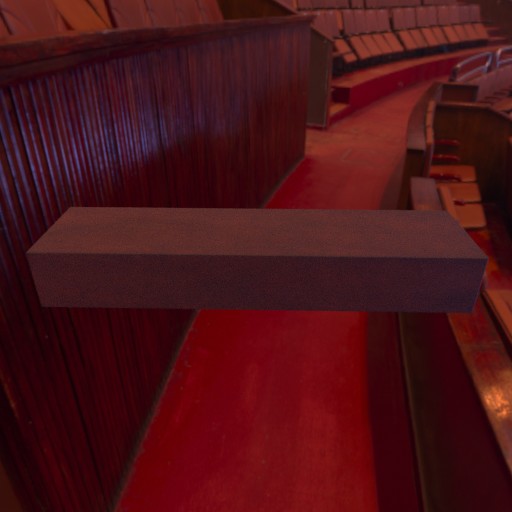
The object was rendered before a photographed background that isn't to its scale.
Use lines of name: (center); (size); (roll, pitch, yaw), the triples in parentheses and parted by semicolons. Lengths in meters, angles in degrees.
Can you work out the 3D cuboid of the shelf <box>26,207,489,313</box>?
shelf: (0.000, 0.000, 0.668); (0.607, 0.088, 0.152); (1, 30, 1)
